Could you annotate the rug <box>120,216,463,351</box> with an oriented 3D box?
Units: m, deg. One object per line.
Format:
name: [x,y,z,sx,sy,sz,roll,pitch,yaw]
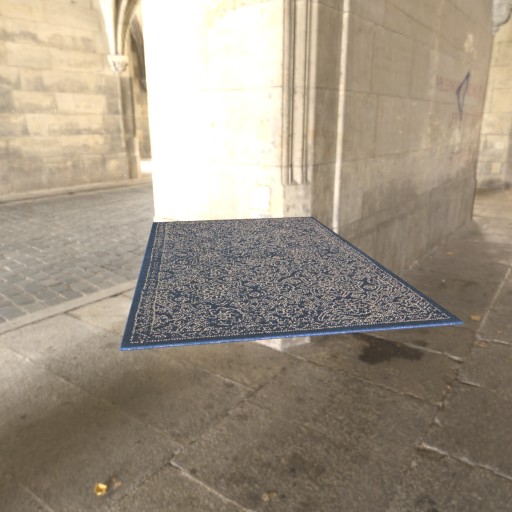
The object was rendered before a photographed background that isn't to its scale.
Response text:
rug: [0.000,0.000,3.063,1.526,0.015,2.441,-3,17,-9]
